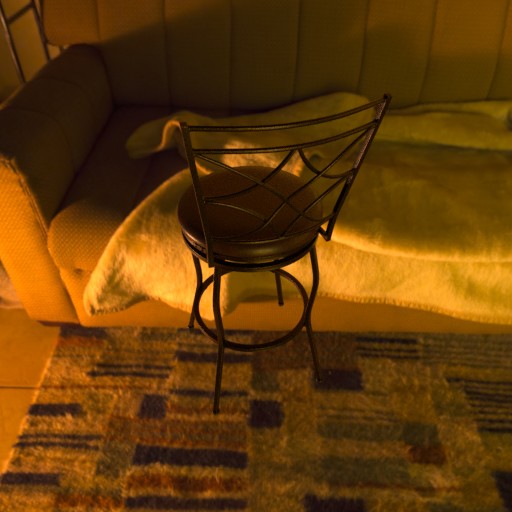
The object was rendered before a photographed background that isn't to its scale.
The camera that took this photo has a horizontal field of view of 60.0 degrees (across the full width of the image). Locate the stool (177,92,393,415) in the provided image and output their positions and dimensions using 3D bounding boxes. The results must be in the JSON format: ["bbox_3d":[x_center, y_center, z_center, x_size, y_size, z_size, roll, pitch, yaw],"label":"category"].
[{"bbox_3d":[0.000,0.000,1.366,0.434,1.117,0.534,-13,43,-14],"label":"stool"}]
